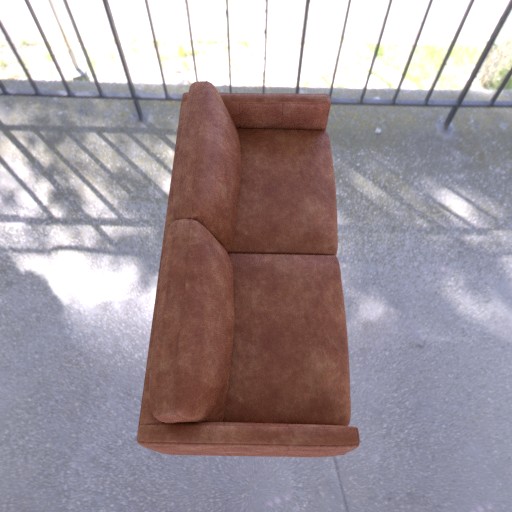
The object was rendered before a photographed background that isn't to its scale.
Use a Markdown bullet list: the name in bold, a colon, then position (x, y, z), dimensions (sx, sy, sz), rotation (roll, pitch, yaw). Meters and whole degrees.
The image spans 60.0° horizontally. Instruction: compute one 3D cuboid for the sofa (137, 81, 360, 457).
- **sofa**: position (0.000, 0.000, 2.411), dimensions (0.923, 0.863, 1.971), rotation (1, 62, 0)
